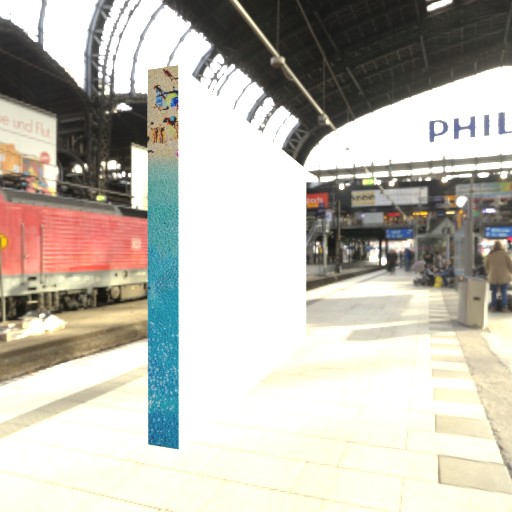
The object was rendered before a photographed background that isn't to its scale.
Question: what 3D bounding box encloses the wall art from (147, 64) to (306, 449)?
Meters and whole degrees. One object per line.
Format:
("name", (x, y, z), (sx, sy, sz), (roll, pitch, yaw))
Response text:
("wall art", (0.000, 0.000, 1.114), (0.057, 0.595, 0.894), (0, 0, 19))
